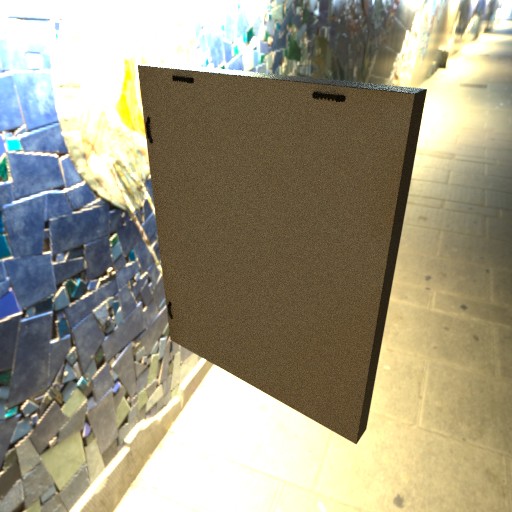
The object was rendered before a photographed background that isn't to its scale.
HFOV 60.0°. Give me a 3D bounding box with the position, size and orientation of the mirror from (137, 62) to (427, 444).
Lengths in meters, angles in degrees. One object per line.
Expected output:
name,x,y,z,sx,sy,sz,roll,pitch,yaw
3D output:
mirror,0.000,0.000,0.666,0.405,0.508,0.041,20,35,32
